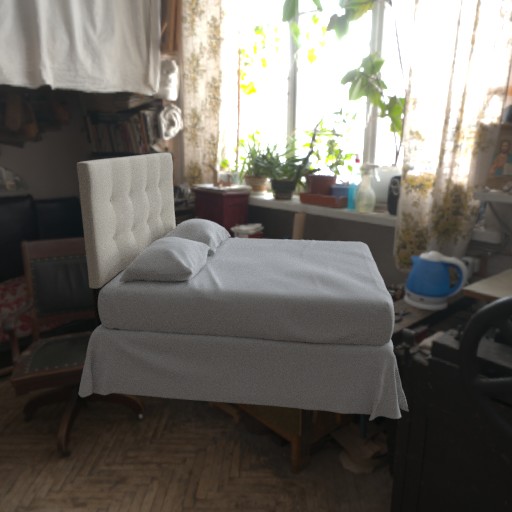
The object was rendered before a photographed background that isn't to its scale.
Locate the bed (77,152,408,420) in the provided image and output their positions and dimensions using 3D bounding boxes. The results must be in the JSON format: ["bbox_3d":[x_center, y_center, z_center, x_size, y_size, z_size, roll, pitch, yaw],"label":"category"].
[{"bbox_3d":[0.000,0.000,3.604,2.222,1.577,1.936,2,15,8],"label":"bed"}]
